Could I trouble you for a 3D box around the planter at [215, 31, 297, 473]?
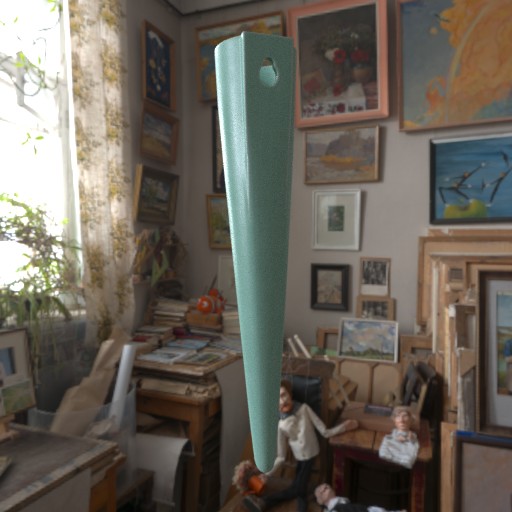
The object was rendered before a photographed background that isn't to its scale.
[{"bbox_3d":[0.000,0.000,0.294,0.054,0.268,0.055,0,1,-16],"label":"planter"}]
